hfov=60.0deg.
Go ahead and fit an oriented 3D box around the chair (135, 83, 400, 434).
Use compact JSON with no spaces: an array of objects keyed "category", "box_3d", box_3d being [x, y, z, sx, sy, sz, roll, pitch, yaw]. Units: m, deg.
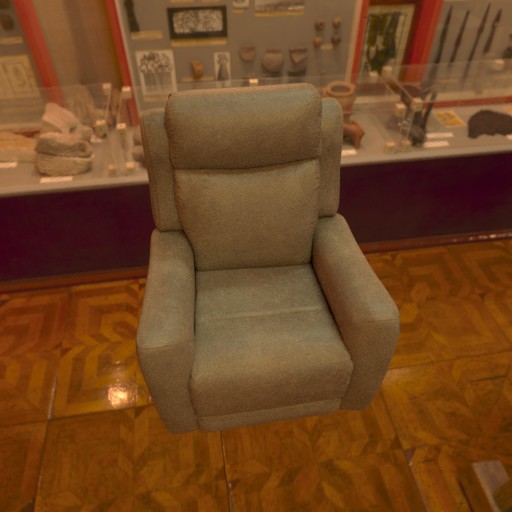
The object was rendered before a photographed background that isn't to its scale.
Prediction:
[{"category":"chair","box_3d":[0.000,0.000,1.928,0.965,1.116,1.068,-5,46,-5]}]
